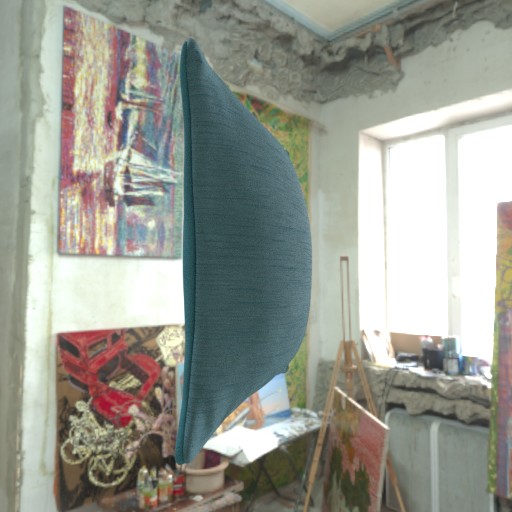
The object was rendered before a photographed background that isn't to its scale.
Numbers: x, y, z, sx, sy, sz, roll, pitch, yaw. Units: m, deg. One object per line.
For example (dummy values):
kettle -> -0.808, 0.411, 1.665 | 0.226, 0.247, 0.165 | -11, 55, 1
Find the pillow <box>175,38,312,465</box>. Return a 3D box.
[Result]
pillow -> 0.000, 0.000, 0.627 | 0.151, 0.415, 0.433 | -1, -3, 17
